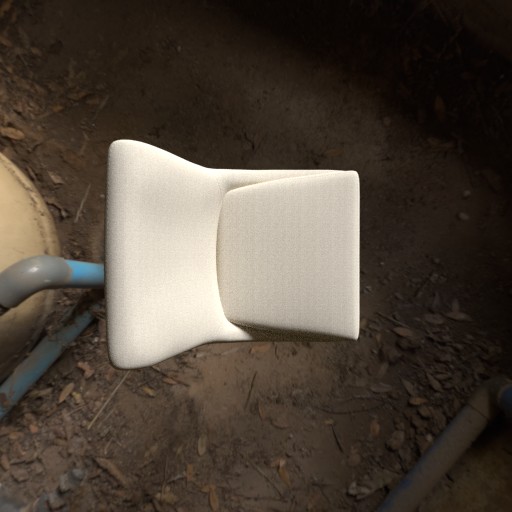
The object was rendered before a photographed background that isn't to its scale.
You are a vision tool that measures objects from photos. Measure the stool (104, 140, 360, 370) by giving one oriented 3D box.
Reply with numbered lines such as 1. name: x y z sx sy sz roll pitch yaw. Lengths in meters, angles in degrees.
1. stool: 0.000 0.000 1.305 0.559 0.991 0.483 0 90 1
